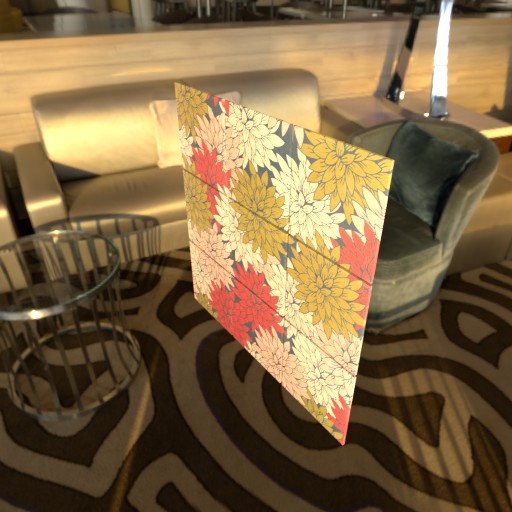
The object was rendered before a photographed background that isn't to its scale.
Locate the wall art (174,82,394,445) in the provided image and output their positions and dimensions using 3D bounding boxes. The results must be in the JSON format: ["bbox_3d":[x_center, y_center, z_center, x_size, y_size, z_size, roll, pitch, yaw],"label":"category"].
[{"bbox_3d":[0.000,0.000,2.389,0.013,1.534,1.519,-22,39,-30],"label":"wall art"}]
